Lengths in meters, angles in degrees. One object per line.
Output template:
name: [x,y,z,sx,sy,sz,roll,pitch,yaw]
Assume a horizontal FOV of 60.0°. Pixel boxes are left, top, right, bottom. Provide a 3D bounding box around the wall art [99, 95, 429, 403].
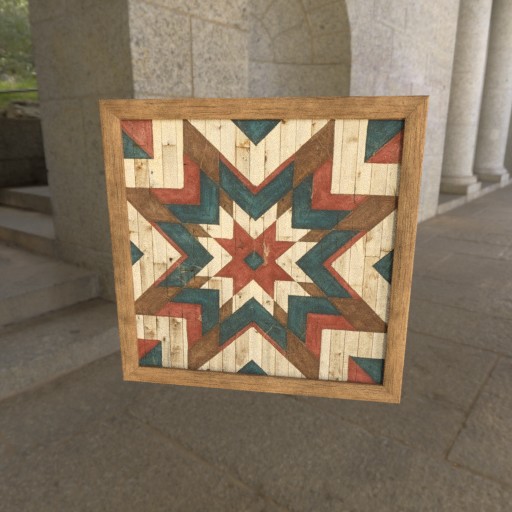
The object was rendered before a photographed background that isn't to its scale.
wall art: [0.000,0.000,1.026,0.695,0.691,0.029,2,15,8]
